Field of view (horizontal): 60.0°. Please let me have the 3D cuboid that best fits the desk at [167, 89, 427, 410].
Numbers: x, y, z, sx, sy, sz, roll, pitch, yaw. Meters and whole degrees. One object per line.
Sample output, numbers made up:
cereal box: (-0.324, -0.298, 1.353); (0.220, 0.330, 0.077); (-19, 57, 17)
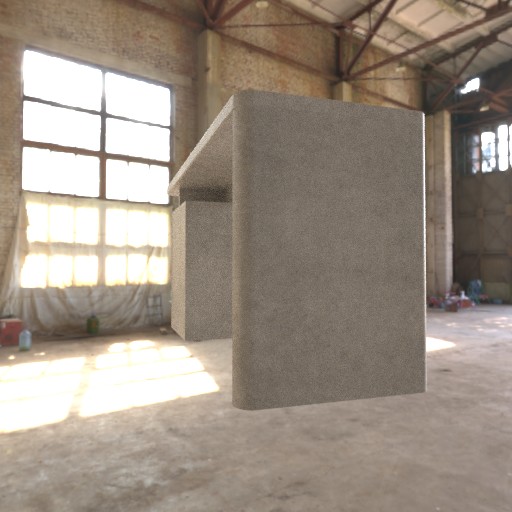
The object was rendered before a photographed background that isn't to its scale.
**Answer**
desk: (0.000, 0.000, 1.775); (0.550, 0.755, 1.400); (0, -2, -18)
